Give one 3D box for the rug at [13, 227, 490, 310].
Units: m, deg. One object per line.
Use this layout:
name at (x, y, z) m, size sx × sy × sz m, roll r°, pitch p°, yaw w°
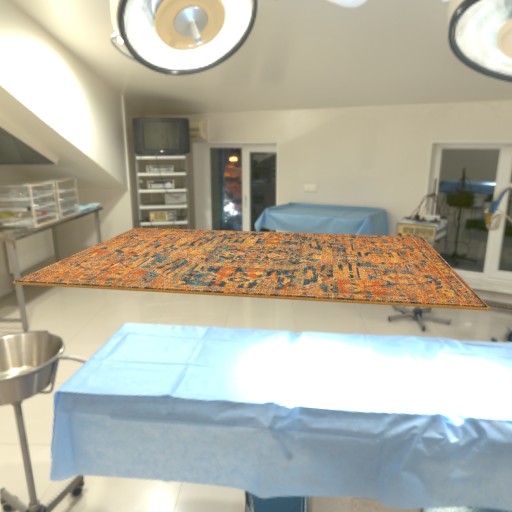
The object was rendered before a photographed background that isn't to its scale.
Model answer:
rug at (0.000, 0.000, 1.052) m, size 0.863 × 0.008 × 0.557 m, roll 2°, pitch 15°, yaw 9°
